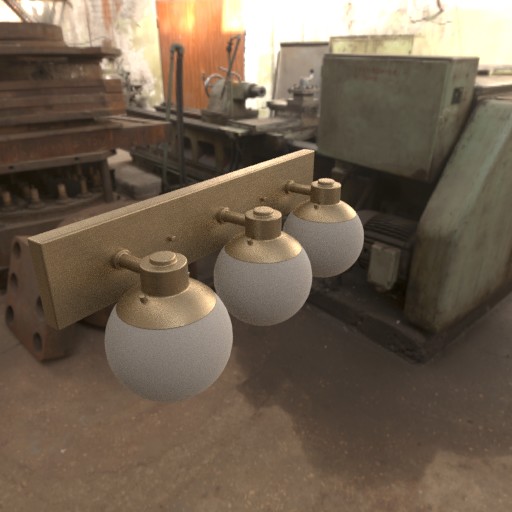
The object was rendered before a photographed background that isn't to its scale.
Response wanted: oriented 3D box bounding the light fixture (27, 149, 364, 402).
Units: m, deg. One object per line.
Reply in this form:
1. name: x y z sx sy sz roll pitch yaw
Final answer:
1. light fixture: 0.000 0.000 0.838 0.218 0.263 0.721 16 29 32
